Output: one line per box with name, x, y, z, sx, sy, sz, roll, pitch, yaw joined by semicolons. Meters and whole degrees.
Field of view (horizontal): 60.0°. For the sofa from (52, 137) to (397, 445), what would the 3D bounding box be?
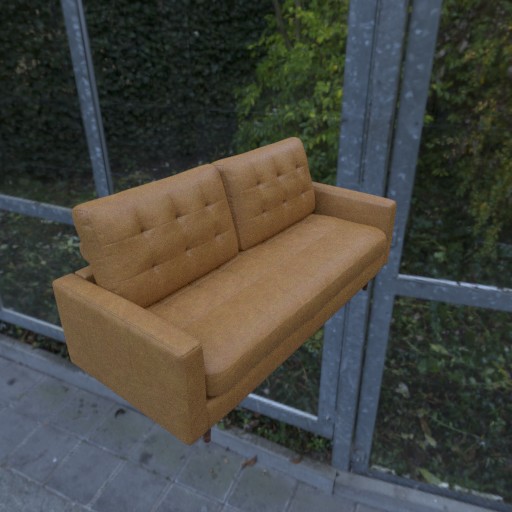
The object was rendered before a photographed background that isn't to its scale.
sofa;0.000;0.000;2.312;0.850;0.898;1.821;19;33;33
